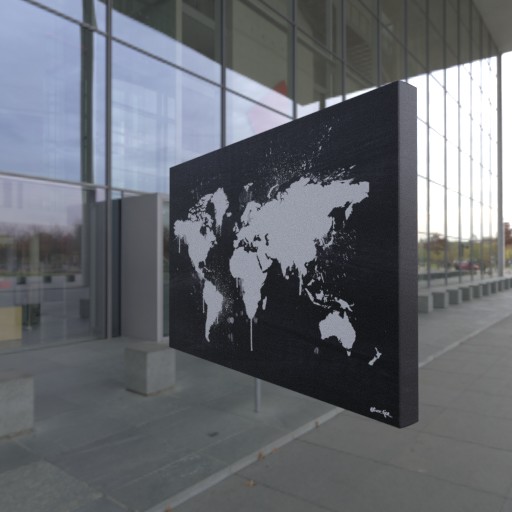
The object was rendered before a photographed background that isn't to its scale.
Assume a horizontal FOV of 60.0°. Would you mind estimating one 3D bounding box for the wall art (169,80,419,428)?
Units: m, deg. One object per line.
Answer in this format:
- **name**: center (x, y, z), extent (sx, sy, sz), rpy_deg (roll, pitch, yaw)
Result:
- **wall art**: center (0.000, 0.000, 0.771), extent (0.038, 0.409, 0.610), rpy_deg (0, -1, -37)
